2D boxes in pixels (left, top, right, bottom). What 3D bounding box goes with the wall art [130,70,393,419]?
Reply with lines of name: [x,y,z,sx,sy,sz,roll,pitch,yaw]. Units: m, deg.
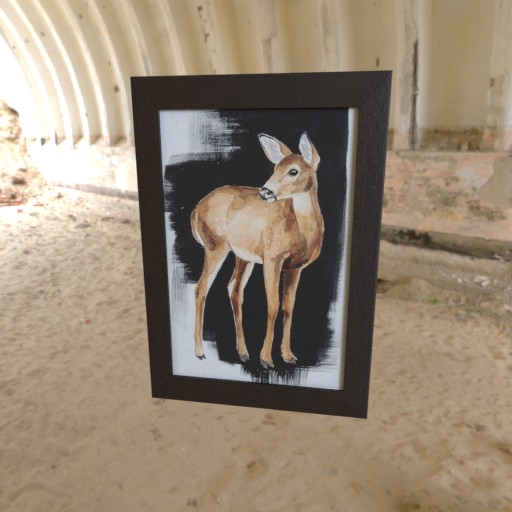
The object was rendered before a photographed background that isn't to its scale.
wall art: [0.000,0.000,0.671,0.359,0.513,0.017,2,15,9]
